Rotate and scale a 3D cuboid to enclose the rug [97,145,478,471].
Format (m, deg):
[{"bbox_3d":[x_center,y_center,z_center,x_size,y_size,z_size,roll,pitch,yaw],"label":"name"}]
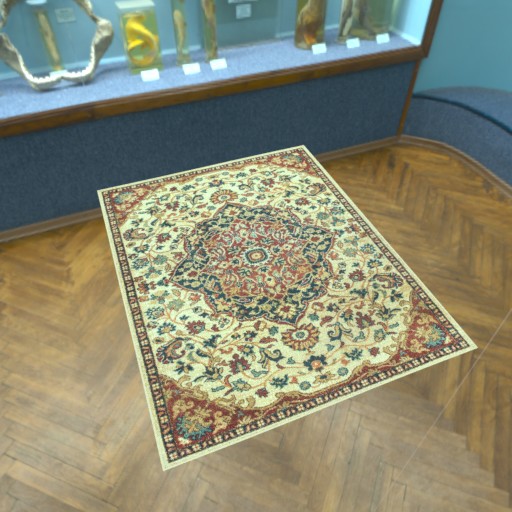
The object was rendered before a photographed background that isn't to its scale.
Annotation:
[{"bbox_3d":[0.000,0.000,4.075,2.454,0.005,3.067,-16,48,-15],"label":"rug"}]
